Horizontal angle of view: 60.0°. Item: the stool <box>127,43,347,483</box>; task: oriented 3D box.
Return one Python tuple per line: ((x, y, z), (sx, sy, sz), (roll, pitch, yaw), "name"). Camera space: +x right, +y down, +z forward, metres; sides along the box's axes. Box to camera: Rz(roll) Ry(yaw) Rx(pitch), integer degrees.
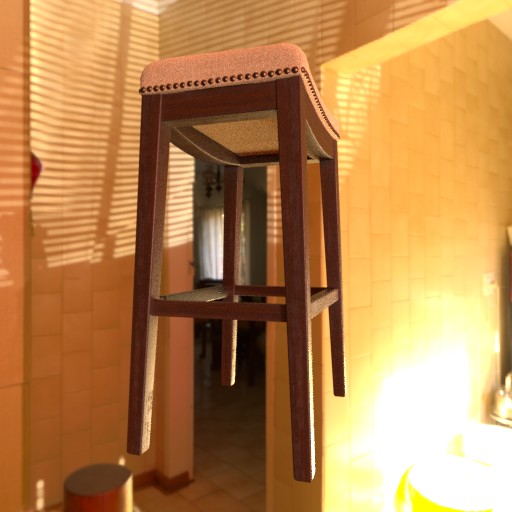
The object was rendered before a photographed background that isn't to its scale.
((0.000, 0.000, 1.043), (0.363, 0.768, 0.509), (0, 0, 18), "stool")
